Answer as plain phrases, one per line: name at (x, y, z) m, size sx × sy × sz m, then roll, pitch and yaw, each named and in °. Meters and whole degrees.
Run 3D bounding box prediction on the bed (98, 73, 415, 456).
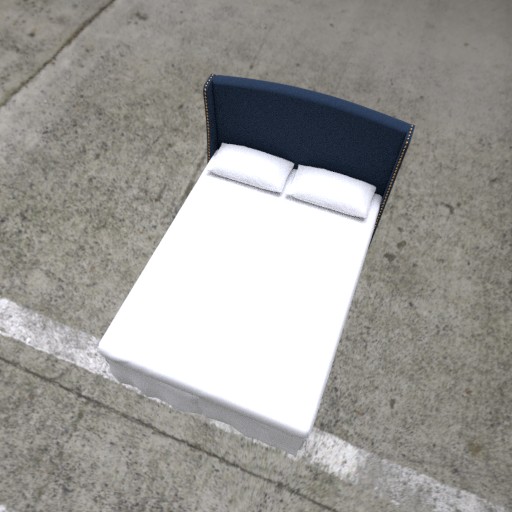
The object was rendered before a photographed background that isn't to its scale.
bed at (0.000, 0.000, 3.301) m, size 1.604 × 1.402 × 2.223 m, roll 18°, pitch 60°, yaw 11°
